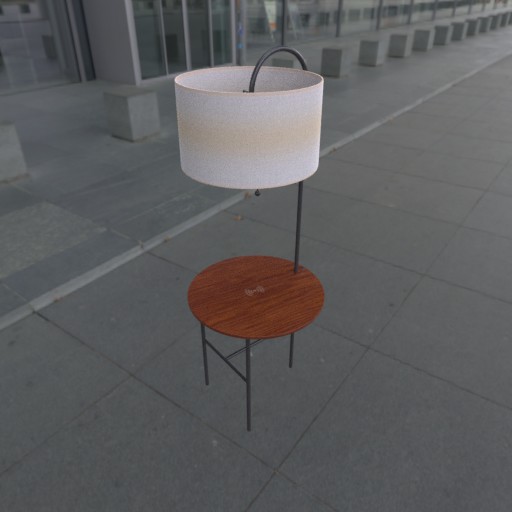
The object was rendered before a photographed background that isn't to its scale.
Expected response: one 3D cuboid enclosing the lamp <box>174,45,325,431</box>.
[{"bbox_3d":[0.000,0.000,1.776,0.573,1.517,0.573,0,31,0],"label":"lamp"}]
